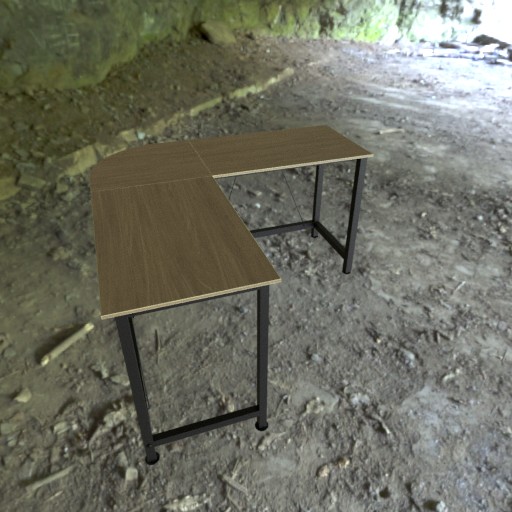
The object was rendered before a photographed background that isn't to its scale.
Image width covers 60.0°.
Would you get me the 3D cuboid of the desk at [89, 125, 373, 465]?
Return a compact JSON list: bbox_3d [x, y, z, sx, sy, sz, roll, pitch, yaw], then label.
[{"bbox_3d":[0.000,0.000,2.187,1.400,0.762,1.400,-11,35,-16],"label":"desk"}]
